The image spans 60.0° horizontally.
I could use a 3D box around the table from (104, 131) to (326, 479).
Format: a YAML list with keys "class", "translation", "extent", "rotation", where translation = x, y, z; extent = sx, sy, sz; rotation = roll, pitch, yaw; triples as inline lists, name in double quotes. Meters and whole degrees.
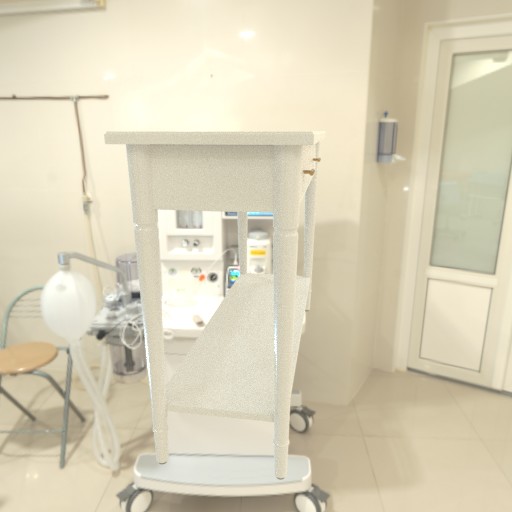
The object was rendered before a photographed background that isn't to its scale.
- class: "table"
  translation: [0.000, 0.000, 1.385]
  extent: [0.381, 0.749, 1.067]
  rotation: [3, 16, 9]
